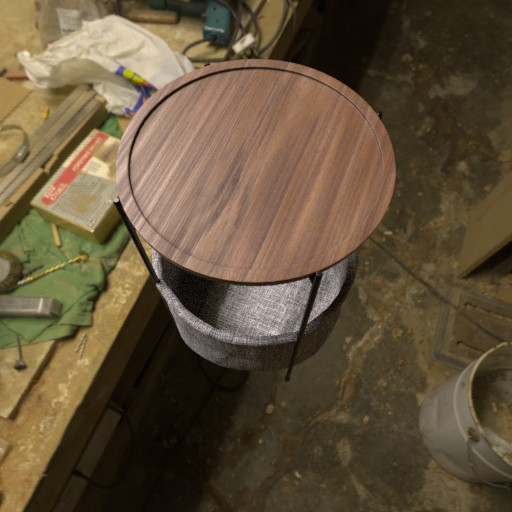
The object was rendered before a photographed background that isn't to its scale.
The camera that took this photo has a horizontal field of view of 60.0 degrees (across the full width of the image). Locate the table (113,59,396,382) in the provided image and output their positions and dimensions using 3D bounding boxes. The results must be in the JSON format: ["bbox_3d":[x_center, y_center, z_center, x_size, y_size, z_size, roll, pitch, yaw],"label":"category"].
[{"bbox_3d":[0.000,0.000,0.892,0.400,0.623,0.400,20,65,10],"label":"table"}]
